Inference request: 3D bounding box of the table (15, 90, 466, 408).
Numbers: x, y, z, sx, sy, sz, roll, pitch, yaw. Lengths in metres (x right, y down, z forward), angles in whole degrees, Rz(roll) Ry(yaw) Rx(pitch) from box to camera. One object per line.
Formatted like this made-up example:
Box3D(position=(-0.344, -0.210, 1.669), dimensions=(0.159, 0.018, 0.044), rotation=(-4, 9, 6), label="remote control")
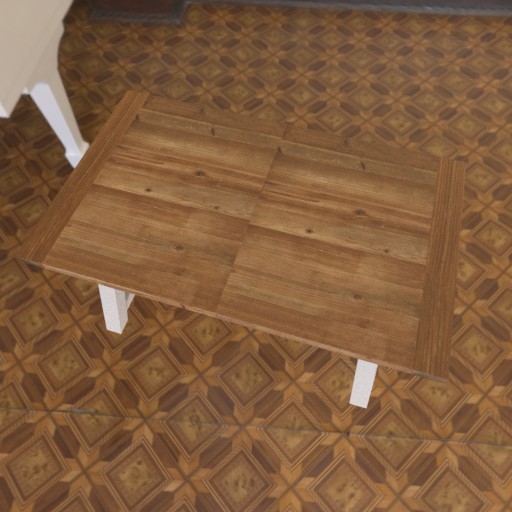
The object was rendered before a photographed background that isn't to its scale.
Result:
Box3D(position=(0.000, 0.000, 2.004), dimensions=(1.503, 0.743, 0.922), rotation=(15, 60, 9), label="table")
